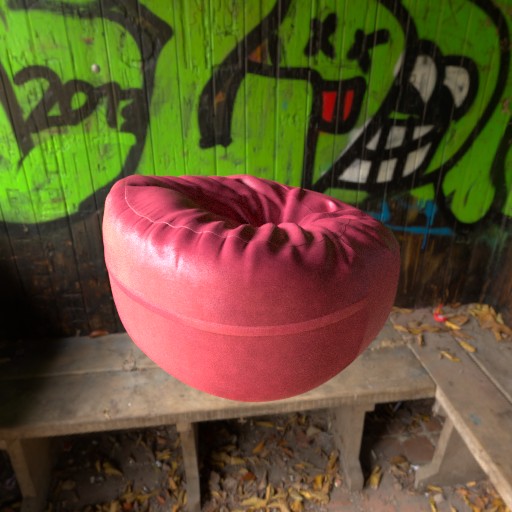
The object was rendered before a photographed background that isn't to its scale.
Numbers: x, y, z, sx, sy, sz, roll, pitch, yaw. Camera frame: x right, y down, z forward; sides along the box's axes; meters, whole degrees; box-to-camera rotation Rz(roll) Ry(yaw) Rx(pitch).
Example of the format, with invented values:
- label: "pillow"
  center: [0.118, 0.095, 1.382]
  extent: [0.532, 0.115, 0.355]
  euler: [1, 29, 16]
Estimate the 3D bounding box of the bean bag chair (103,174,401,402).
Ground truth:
- label: "bean bag chair"
  center: [0.000, 0.000, 2.421]
  extent: [1.524, 0.878, 1.524]
  euler: [-18, 32, -32]
